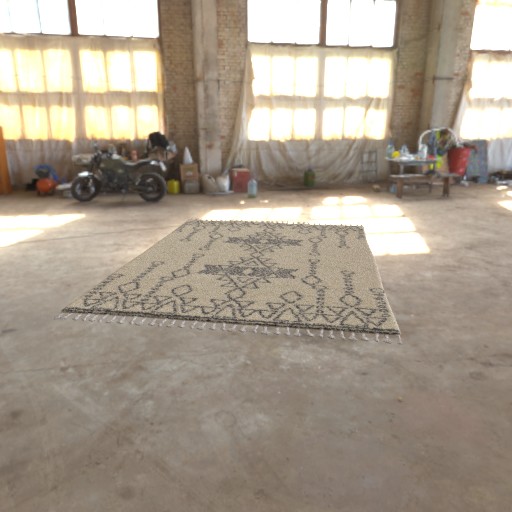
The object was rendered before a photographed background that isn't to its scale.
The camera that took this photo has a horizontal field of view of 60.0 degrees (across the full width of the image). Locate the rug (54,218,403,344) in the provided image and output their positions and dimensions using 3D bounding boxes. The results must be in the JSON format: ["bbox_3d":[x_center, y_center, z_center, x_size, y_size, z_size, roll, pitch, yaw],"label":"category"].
[{"bbox_3d":[0.000,0.000,4.025,2.125,0.028,3.027,3,17,8],"label":"rug"}]
